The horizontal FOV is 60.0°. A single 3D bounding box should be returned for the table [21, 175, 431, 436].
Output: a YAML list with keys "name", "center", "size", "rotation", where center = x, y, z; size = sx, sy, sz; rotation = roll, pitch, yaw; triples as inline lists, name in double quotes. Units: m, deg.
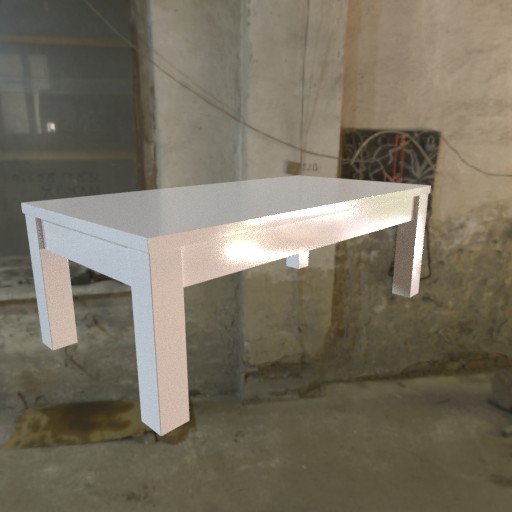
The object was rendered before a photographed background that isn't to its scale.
- name: "table"
  center: [0.000, 0.000, 1.654]
  size: [0.700, 0.470, 1.350]
  rotation: [14, 21, 42]
